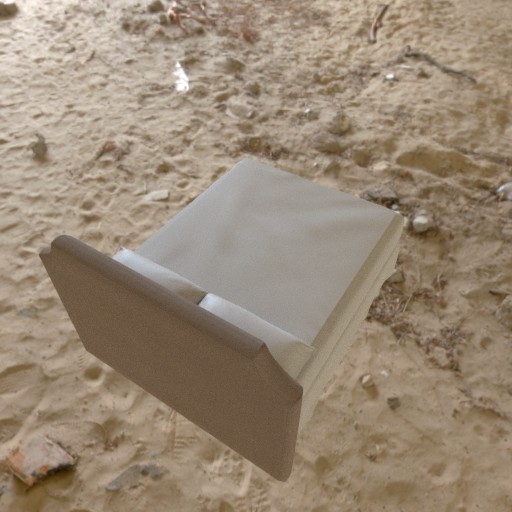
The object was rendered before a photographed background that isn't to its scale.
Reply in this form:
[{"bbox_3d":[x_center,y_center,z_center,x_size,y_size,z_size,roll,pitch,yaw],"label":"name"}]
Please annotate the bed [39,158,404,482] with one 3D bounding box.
[{"bbox_3d":[0.000,0.000,3.304,1.828,1.303,2.164,25,51,22],"label":"bed"}]
